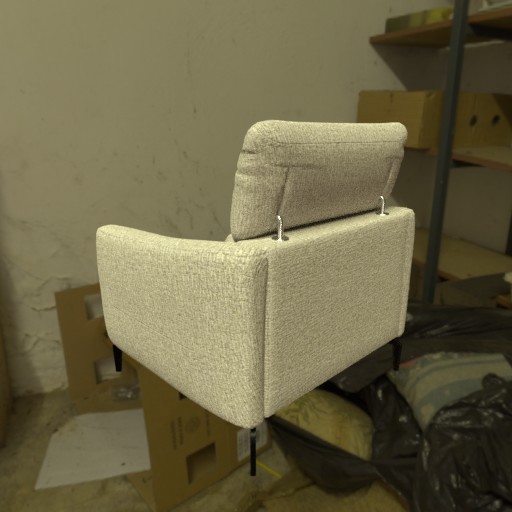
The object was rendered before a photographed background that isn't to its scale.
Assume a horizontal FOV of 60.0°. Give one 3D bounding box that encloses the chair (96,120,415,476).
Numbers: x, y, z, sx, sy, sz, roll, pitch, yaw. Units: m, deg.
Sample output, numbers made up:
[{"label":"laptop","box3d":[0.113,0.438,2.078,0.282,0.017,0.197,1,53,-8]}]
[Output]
[{"label":"chair","box3d":[0.000,0.000,1.680,0.972,0.967,0.835,-15,22,-42]}]
